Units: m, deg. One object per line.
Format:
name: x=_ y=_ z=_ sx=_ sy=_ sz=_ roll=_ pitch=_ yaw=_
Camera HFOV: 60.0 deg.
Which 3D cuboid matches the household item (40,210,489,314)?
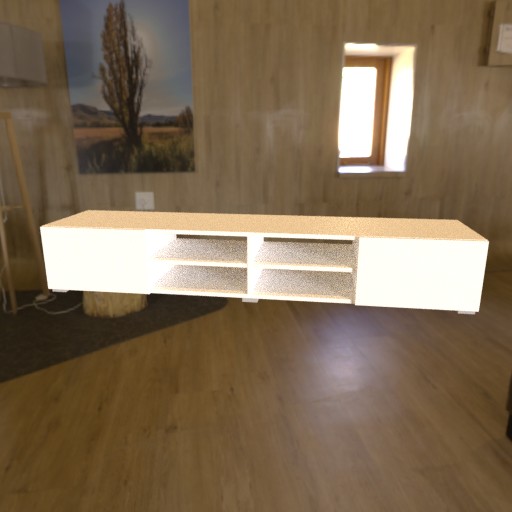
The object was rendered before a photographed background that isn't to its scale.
household item: x=0.000 y=0.000 z=2.052 sx=1.850 sy=0.310 sz=0.420 roll=2 pitch=16 yaw=8
